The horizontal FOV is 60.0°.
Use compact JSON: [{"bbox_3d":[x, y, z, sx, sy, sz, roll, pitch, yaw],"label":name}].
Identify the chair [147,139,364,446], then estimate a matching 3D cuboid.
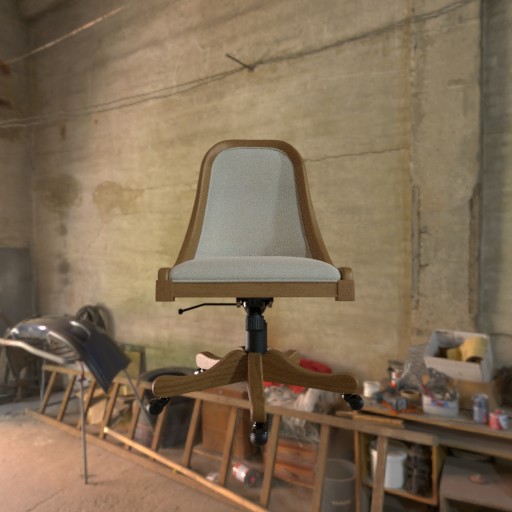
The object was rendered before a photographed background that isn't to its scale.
[{"bbox_3d":[0.000,0.000,1.566,0.702,1.009,0.811,0,1,-1],"label":"chair"}]
